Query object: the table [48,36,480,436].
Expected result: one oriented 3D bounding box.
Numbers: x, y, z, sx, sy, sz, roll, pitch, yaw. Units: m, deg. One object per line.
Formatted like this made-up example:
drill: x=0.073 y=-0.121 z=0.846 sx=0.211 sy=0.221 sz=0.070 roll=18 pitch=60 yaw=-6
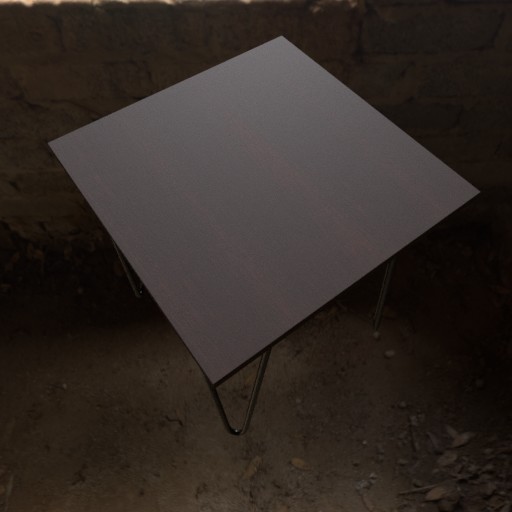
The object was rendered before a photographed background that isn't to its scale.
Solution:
table: x=0.000 y=0.000 z=0.949 sx=0.495 sy=0.559 sz=0.495 roll=-32 pitch=64 yaw=-18
